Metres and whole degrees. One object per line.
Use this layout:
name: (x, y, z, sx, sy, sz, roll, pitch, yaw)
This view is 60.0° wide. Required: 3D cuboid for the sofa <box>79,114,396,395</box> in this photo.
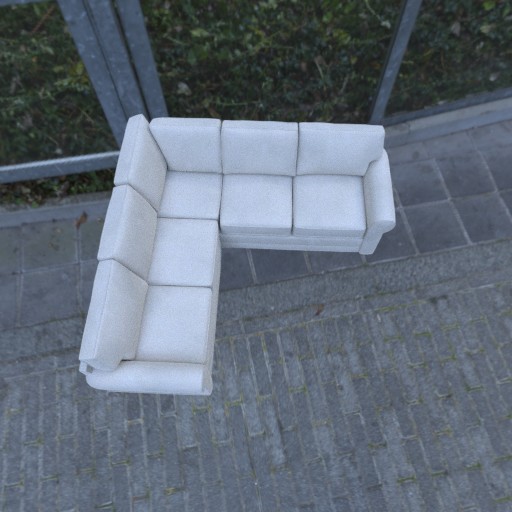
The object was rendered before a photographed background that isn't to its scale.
sofa: (0.000, 0.000, 4.043, 2.569, 1.054, 2.487, 2, 63, 1)
